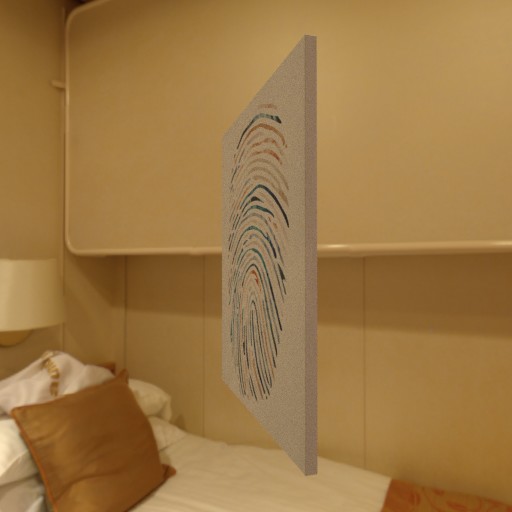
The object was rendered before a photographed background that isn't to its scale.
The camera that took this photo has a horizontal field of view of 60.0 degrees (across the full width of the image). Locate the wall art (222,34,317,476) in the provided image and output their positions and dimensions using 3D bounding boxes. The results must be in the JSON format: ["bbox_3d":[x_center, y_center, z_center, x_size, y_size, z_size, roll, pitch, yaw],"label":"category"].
[{"bbox_3d":[0.000,0.000,1.006,0.021,0.710,0.609,0,-1,-17],"label":"wall art"}]
